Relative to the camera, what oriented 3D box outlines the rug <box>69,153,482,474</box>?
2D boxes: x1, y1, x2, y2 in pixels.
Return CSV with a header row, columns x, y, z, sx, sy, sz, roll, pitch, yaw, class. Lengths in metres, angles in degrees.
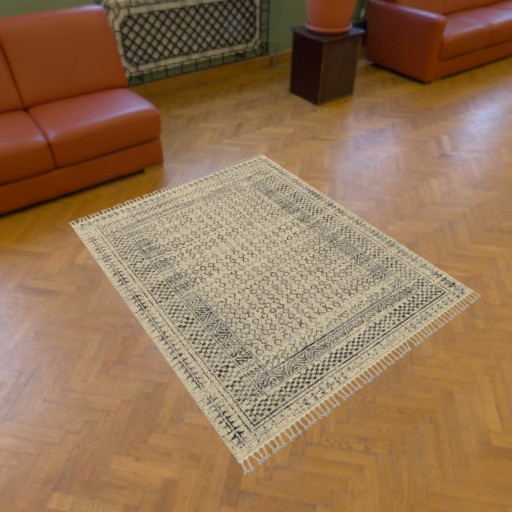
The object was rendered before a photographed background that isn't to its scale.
x,y,z,sx,sy,sz,roll,pitch,yaw,class
0.000,0.000,3.866,2.312,0.013,2.940,-26,48,-27,rug
